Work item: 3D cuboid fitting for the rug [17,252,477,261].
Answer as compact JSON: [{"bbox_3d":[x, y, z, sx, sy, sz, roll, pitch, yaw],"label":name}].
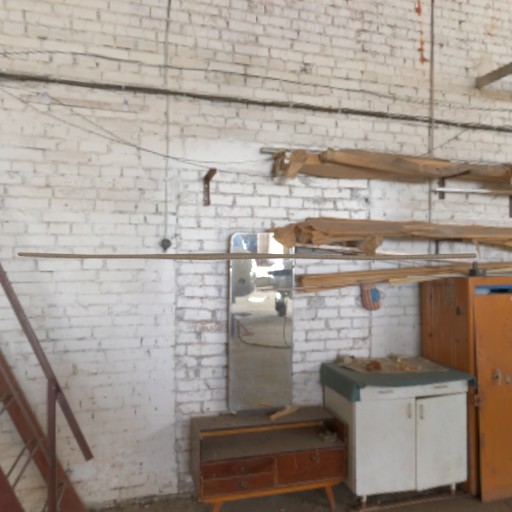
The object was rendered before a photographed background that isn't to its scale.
[{"bbox_3d":[0.000,0.000,2.915,2.430,0.053,1.553,0,0,19],"label":"rug"}]
